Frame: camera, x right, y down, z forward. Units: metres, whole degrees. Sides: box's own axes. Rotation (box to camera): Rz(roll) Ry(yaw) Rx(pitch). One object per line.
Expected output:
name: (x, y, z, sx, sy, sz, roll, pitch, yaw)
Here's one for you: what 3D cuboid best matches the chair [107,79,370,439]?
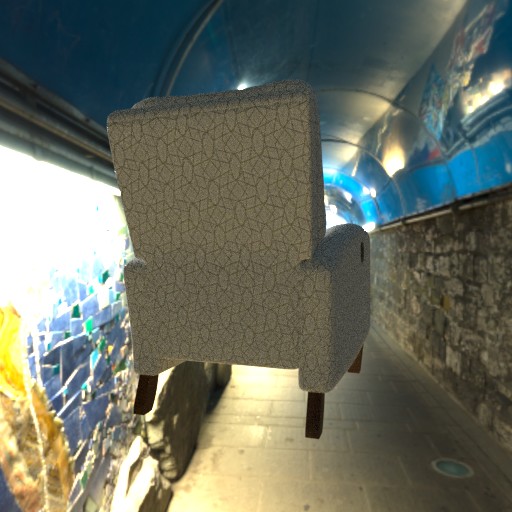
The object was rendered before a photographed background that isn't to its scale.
chair: (0.000, 0.000, 1.726, 0.796, 1.064, 0.995, 0, 0, 19)
